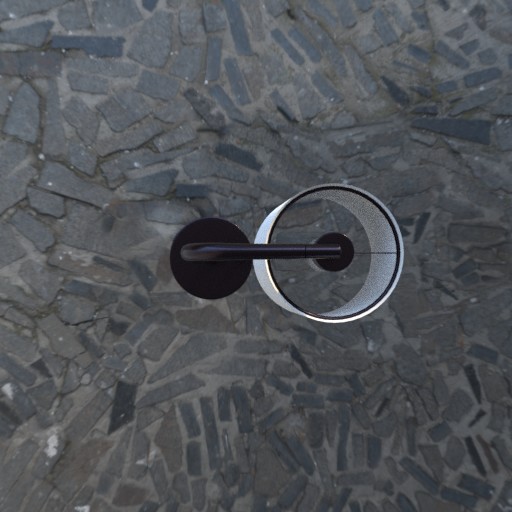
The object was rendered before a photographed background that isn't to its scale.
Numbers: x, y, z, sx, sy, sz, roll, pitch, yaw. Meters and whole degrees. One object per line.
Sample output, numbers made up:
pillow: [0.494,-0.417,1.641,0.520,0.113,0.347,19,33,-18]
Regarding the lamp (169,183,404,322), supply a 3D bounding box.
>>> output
lamp: [0.000,0.000,0.657,0.333,0.489,0.171,0,89,-1]
